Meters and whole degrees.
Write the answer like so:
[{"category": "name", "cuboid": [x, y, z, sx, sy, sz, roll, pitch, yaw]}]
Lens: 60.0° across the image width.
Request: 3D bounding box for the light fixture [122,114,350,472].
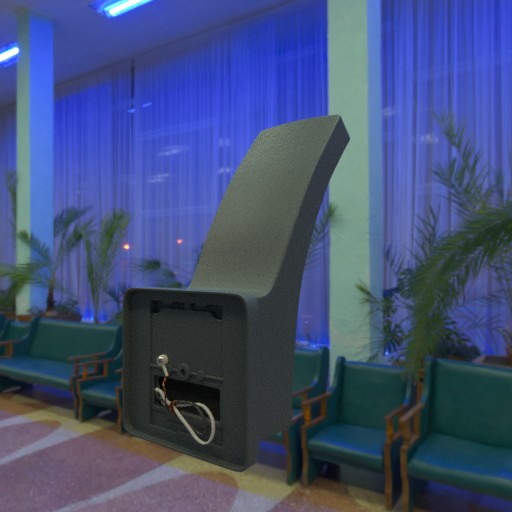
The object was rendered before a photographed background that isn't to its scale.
[{"category": "light fixture", "cuboid": [0.000, 0.000, 0.341, 0.108, 0.243, 0.174, 0, -1, 36]}]
